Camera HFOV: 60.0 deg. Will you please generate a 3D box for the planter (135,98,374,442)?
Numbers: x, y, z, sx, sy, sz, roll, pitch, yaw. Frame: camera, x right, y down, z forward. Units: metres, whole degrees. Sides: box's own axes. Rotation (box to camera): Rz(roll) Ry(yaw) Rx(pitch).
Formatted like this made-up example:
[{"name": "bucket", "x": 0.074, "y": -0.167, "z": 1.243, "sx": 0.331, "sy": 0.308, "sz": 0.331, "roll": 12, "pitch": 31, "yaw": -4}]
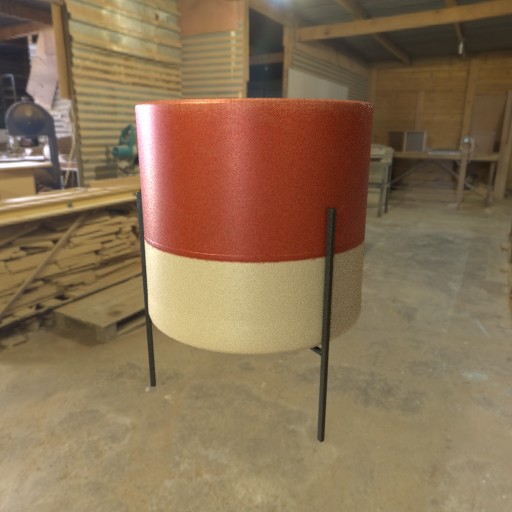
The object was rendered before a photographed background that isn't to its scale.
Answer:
[{"name": "planter", "x": 0.000, "y": 0.000, "z": 0.721, "sx": 0.345, "sy": 0.465, "sz": 0.354, "roll": 8, "pitch": 18, "yaw": 26}]
